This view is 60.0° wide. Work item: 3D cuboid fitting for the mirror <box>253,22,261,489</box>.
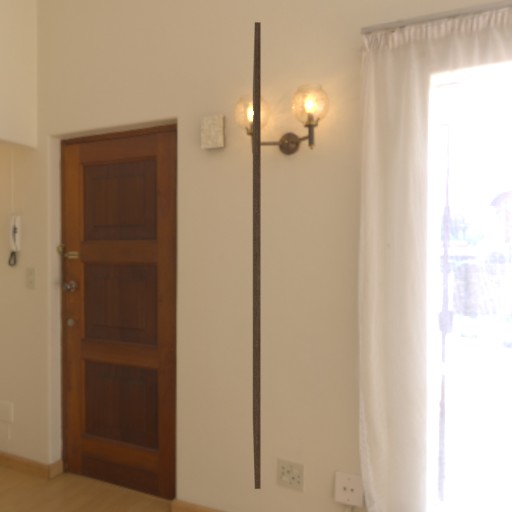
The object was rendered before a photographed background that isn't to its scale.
[{"bbox_3d":[0.000,0.000,2.337,0.025,2.032,0.812,0,1,-1],"label":"mirror"}]
